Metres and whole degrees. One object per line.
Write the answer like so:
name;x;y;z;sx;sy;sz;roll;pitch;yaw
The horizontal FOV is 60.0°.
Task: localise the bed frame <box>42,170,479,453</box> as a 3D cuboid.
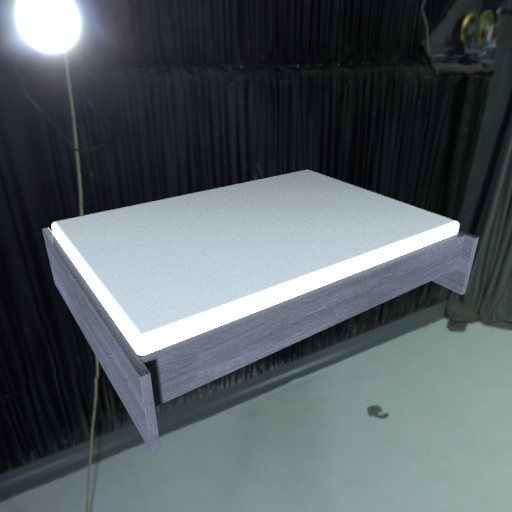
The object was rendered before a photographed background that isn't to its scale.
bed frame;0.000;0.000;2.551;1.950;0.432;1.490;-17;31;-31
